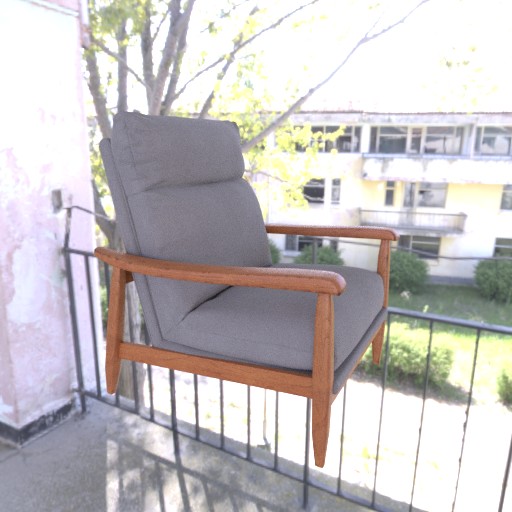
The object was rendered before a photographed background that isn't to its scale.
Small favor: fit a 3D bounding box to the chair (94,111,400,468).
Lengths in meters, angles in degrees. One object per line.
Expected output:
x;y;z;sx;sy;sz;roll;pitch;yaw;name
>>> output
0.000;0.000;1.510;0.816;0.922;0.782;7;16;27;chair
